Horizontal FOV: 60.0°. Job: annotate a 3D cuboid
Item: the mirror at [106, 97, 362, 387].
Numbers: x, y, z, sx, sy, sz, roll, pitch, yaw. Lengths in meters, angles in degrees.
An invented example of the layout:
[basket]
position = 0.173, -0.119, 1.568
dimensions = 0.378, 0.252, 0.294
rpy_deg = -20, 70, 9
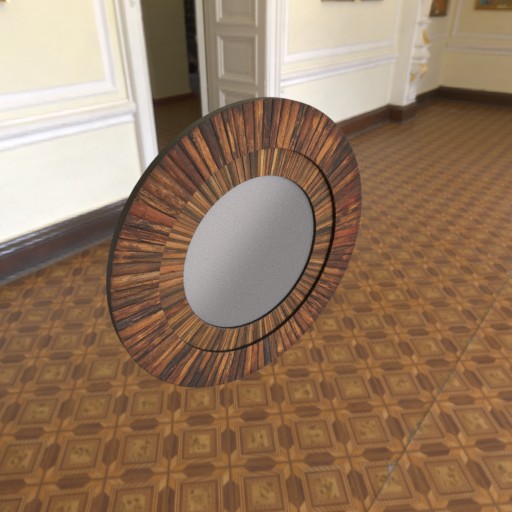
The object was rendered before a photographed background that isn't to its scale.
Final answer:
[mirror]
position = 0.000, 0.000, 1.584
dimensions = 1.077, 1.077, 0.036
rpy_deg = -21, 36, -32
